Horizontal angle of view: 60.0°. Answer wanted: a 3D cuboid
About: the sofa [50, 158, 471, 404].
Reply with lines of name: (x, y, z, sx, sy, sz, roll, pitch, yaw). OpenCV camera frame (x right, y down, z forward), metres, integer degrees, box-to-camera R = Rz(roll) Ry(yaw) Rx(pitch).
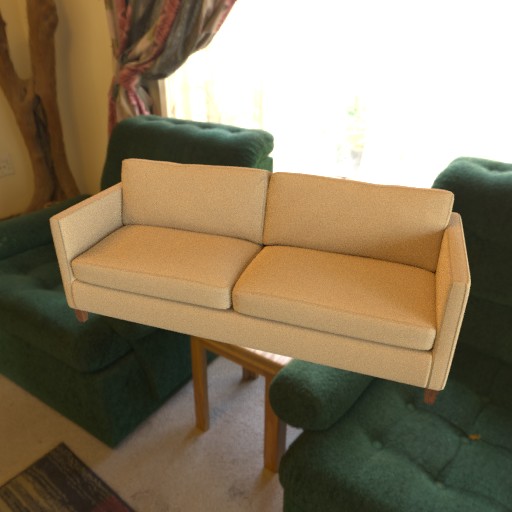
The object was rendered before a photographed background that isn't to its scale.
sofa: (0.000, 0.000, 2.812, 2.361, 0.968, 0.951, 9, 29, 17)
